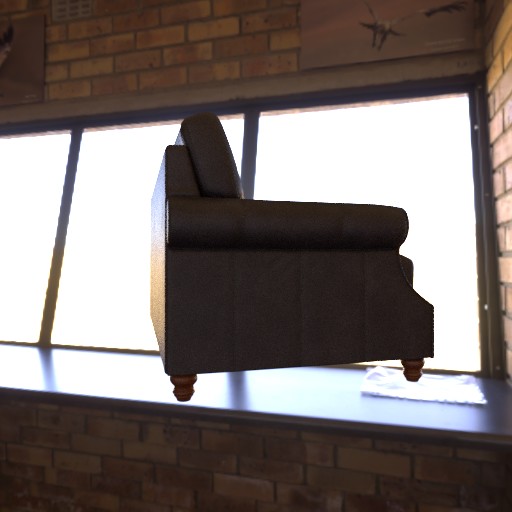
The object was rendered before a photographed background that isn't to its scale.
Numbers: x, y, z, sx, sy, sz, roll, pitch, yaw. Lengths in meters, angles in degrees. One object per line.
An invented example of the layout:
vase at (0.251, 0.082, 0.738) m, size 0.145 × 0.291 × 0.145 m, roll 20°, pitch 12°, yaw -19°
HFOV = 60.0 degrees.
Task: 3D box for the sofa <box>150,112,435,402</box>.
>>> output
sofa at (0.000, 0.000, 2.294) m, size 1.030 × 0.979 × 1.663 m, roll 0°, pitch 0°, yaw -15°
